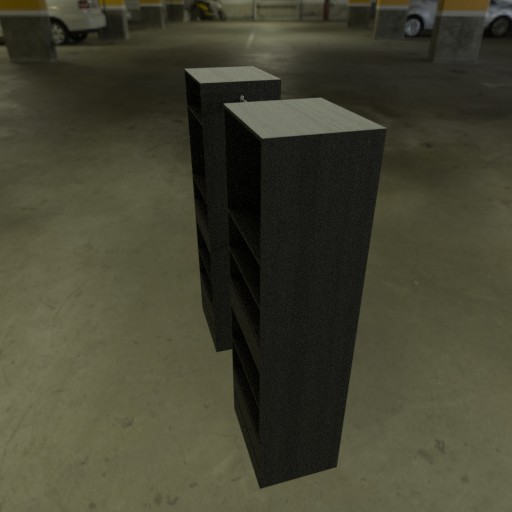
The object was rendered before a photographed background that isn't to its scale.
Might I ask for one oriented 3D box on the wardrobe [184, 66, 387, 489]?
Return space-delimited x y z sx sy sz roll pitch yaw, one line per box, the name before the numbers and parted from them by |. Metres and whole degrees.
wardrobe | 0.000 0.000 2.808 0.480 2.000 1.770 -9 31 -14
